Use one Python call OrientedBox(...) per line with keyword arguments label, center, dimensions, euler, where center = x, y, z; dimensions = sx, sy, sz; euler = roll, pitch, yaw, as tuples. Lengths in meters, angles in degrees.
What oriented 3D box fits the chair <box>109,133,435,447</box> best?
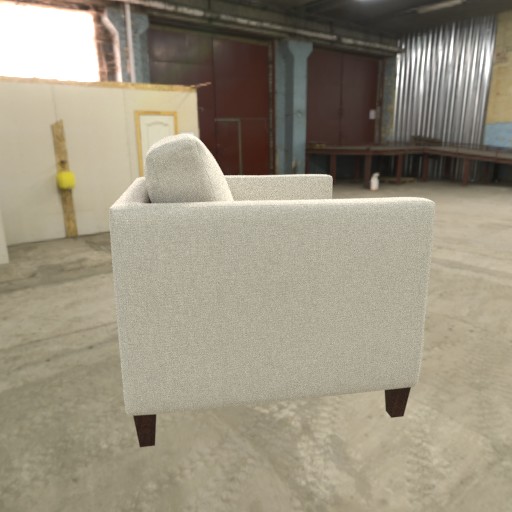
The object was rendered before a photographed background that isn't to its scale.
OrientedBox(label="chair", center=(0.000, 0.000, 1.715), dimensions=(0.959, 0.919, 0.996), euler=(-3, 15, -10))
